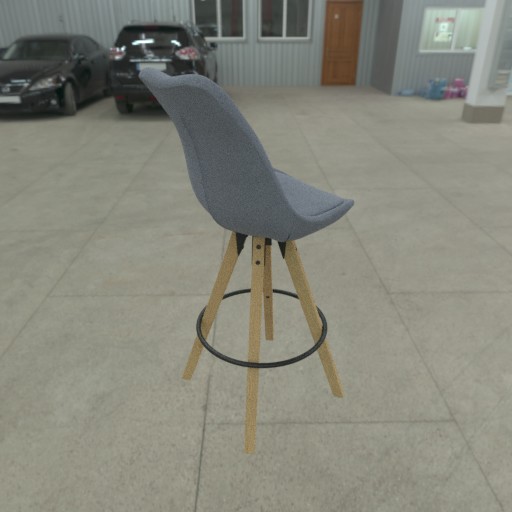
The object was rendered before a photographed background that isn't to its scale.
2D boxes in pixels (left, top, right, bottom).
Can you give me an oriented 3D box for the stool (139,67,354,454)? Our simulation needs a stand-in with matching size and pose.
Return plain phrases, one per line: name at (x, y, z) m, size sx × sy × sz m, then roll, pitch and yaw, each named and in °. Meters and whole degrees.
stool at (0.000, 0.000, 1.411) m, size 0.550 × 1.115 × 0.485 m, roll -19°, pitch 33°, yaw -32°
